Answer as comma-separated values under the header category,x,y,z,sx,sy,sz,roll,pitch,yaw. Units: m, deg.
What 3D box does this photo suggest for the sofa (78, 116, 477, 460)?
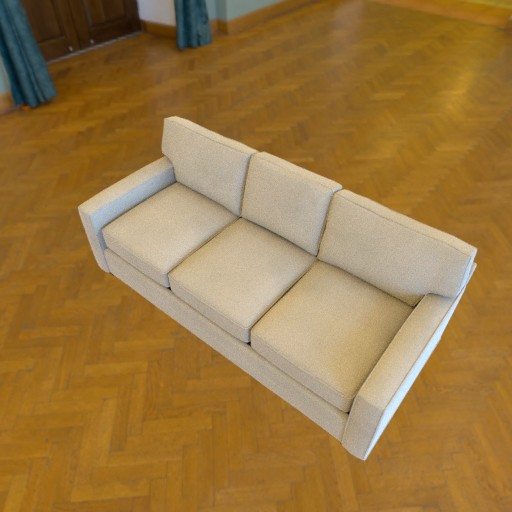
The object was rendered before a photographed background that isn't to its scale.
category,x,y,z,sx,sy,sz,roll,pitch,yaw
sofa,0.000,0.000,2.575,2.088,0.862,0.935,30,52,27
